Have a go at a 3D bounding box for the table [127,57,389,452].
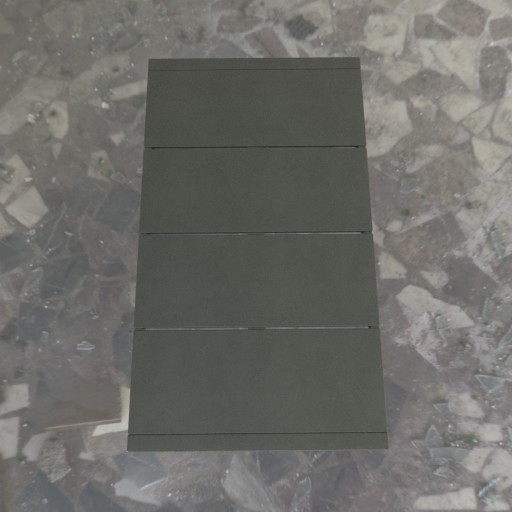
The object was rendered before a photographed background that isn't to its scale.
[{"bbox_3d":[0.000,0.000,1.276,0.559,0.460,0.965,0,76,0],"label":"table"}]
